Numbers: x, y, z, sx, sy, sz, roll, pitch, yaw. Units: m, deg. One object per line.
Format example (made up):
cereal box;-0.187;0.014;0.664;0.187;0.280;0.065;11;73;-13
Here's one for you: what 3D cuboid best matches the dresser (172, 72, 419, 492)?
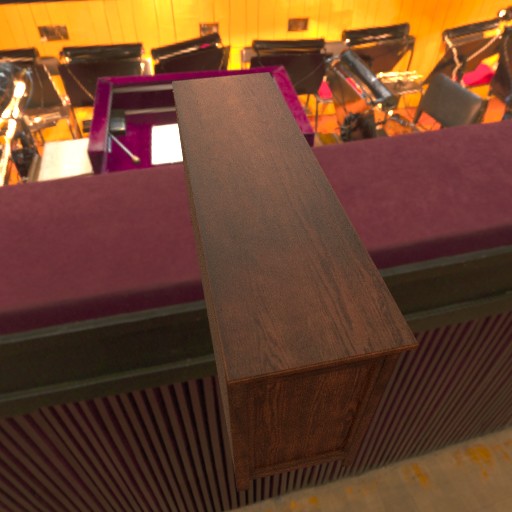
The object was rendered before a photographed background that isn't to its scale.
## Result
dresser;0.000;0.000;1.852;0.463;0.856;1.551;-9;47;-8
